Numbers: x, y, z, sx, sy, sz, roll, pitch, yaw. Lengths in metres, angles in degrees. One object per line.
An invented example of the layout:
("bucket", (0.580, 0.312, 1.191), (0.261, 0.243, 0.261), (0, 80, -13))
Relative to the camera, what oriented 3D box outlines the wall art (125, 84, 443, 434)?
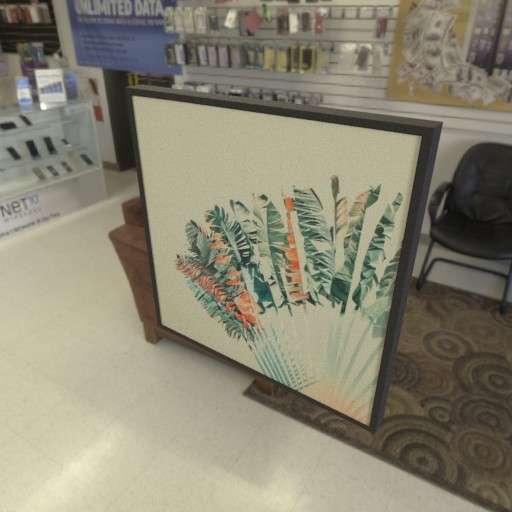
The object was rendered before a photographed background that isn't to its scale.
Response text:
("wall art", (0.000, 0.000, 0.758), (0.509, 0.507, 0.037), (19, 34, 30))
